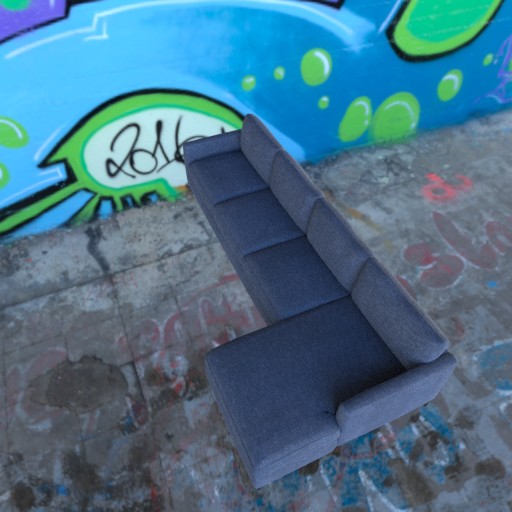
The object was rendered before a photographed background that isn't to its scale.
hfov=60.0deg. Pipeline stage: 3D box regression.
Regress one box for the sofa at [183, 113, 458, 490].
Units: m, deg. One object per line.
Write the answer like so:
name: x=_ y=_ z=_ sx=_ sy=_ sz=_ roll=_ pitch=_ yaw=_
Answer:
sofa: x=0.000 y=0.000 z=3.449 sx=1.350 sy=0.810 sz=2.932 roll=-18 pitch=50 yaw=-16
